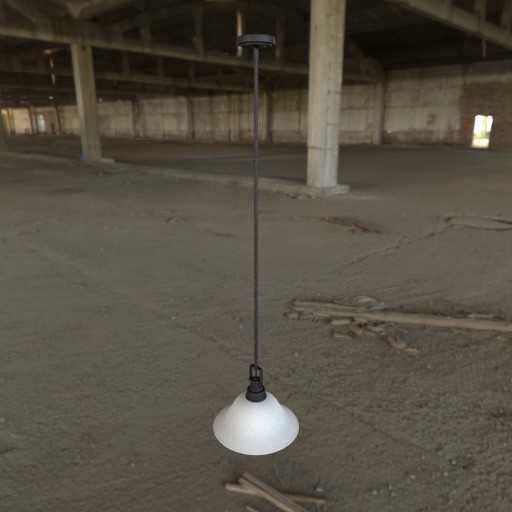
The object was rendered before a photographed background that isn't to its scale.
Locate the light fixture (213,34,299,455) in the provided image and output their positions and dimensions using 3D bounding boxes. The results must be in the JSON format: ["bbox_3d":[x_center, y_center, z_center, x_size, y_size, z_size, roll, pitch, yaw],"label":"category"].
[{"bbox_3d":[0.000,0.000,1.492,0.324,1.337,0.324,15,23,42],"label":"light fixture"}]
